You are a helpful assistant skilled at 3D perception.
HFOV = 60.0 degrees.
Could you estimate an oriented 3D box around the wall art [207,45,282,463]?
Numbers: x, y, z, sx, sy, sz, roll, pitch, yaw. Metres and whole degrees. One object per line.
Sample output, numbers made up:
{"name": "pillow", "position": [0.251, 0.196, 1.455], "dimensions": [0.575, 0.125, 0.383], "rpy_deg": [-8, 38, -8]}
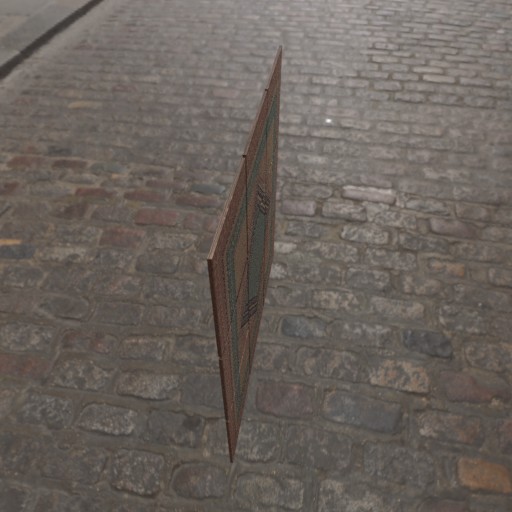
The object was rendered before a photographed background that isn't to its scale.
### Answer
{"name": "wall art", "position": [0.000, 0.000, 2.273], "dimensions": [0.014, 1.525, 1.527], "rpy_deg": [7, 46, 7]}
